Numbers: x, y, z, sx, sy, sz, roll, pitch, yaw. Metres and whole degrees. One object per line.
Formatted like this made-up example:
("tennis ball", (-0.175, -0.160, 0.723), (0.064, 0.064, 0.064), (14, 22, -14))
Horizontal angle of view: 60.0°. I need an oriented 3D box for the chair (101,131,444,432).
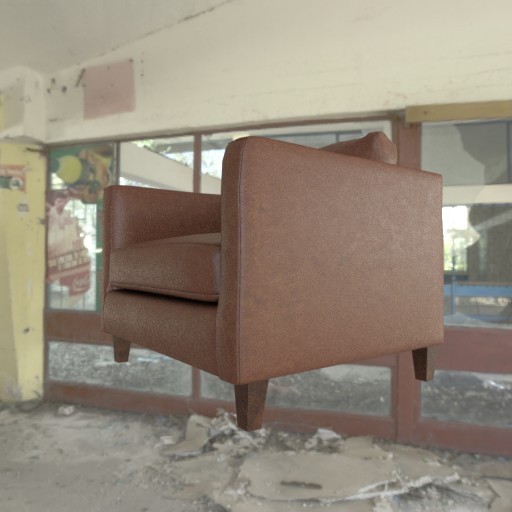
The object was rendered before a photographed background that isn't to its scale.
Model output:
("chair", (0.000, 0.000, 1.783), (0.959, 0.917, 1.107), (0, -1, -37))
